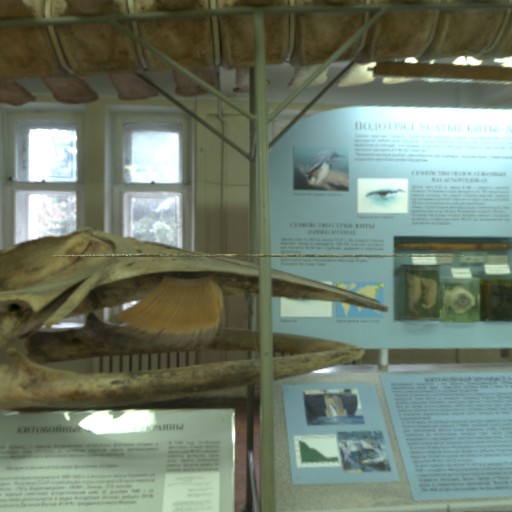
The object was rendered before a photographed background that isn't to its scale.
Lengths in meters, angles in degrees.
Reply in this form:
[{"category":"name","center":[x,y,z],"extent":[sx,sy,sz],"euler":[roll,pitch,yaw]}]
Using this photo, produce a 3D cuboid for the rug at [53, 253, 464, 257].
[{"category":"rug","center":[0.000,0.000,4.361],"extent":[3.291,0.017,2.431],"euler":[0,0,-35]}]
